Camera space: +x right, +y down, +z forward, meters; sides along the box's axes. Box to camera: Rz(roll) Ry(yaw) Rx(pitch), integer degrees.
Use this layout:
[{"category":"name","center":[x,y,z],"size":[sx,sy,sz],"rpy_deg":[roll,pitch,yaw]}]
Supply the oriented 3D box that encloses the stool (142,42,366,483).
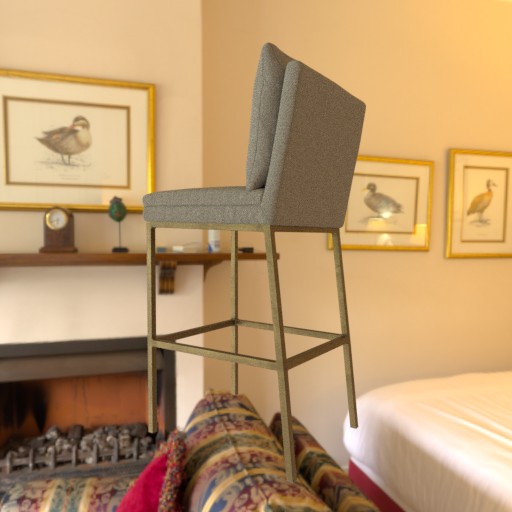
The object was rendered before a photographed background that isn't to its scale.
[{"category":"stool","center":[0.000,0.000,1.429],"size":[0.569,1.132,0.463],"rpy_deg":[2,3,36]}]
